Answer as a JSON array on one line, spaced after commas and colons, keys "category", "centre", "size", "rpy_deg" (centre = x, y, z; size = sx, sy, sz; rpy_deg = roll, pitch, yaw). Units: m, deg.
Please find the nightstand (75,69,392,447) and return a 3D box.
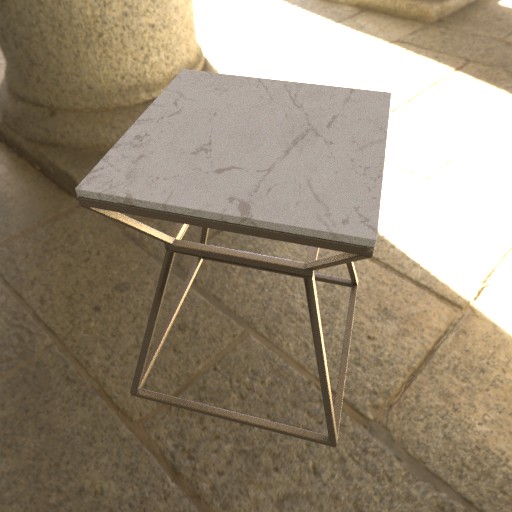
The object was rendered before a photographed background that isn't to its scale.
[{"category": "nightstand", "centre": [0.000, 0.000, 0.901], "size": [0.455, 0.554, 0.455], "rpy_deg": [10, 46, 10]}]
